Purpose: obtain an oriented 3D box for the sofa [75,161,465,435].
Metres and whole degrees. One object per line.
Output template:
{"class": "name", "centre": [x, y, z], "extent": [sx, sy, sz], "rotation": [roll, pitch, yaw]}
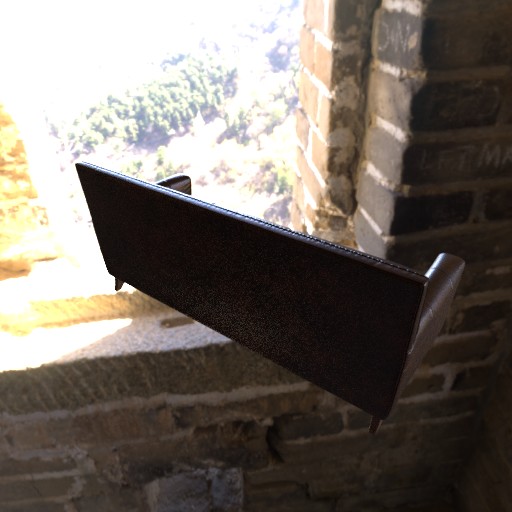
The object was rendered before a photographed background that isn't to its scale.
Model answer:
{"class": "sofa", "centre": [0.000, 0.000, 2.460], "extent": [1.995, 0.871, 0.786], "rotation": [21, 37, 32]}
